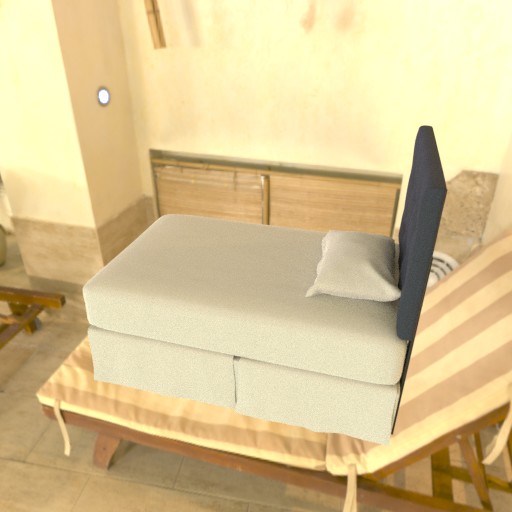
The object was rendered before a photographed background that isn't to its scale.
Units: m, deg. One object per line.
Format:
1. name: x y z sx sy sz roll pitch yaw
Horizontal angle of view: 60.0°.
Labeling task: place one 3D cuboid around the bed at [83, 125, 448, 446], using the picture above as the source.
1. bed: 0.000 0.000 2.908 1.997 1.571 1.261 8 31 14
